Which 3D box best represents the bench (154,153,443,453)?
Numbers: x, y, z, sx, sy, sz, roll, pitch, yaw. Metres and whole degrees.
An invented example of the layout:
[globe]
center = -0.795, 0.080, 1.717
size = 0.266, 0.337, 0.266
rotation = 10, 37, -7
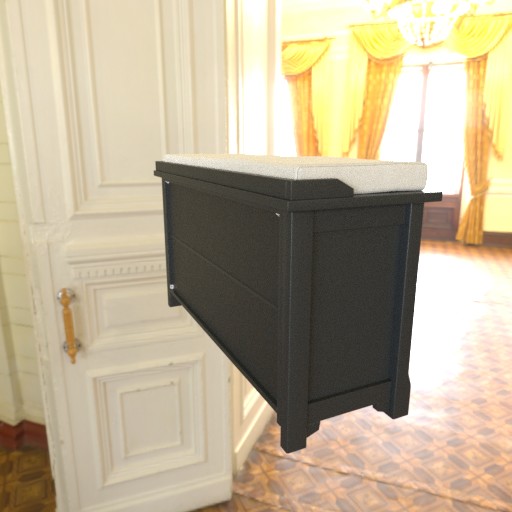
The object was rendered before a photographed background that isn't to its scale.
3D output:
[bench]
center = 0.000, 0.000, 1.269
size = 0.345, 0.561, 0.973
rotation = -7, 16, -24
